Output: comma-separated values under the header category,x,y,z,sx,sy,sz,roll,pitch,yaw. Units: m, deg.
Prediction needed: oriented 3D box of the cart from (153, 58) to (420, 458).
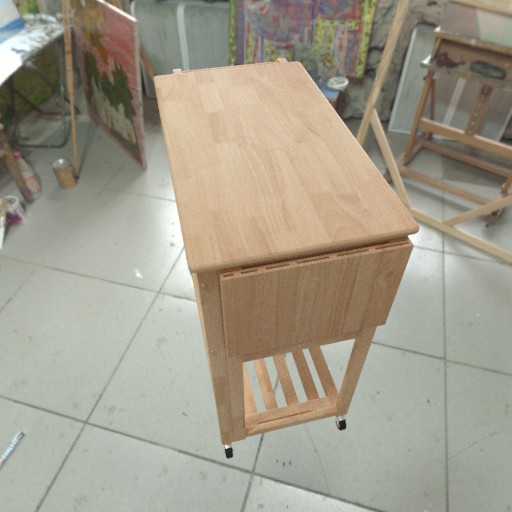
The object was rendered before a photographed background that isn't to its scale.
category,x,y,z,sx,sy,sz,roll,pitch,yaw
cart,0.000,0.000,1.373,0.432,0.879,0.853,-10,47,-9
